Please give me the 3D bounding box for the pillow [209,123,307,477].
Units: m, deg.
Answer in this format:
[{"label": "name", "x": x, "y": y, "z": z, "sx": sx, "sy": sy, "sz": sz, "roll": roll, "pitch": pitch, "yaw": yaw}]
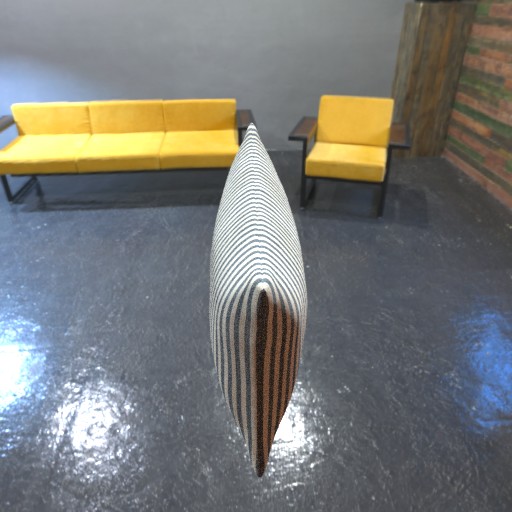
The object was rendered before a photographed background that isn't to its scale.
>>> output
[{"label": "pillow", "x": 0.000, "y": 0.000, "z": 0.751, "sx": 0.151, "sy": 0.295, "sz": 0.617, "roll": -1, "pitch": 31, "yaw": -1}]
